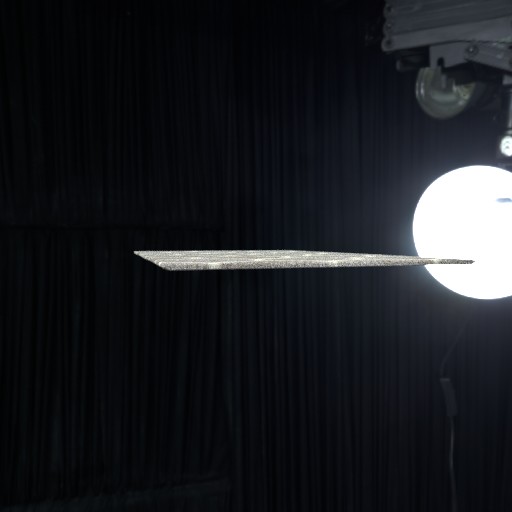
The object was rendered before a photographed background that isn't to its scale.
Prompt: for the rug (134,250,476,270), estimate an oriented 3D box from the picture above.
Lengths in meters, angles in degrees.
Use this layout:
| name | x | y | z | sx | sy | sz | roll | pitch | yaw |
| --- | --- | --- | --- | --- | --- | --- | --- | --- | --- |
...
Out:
| name | x | y | z | sx | sy | sz | roll | pitch | yaw |
| --- | --- | --- | --- | --- | --- | --- | --- | --- | --- |
| rug | 0.000 | 0.000 | 3.033 | 1.501 | 0.025 | 2.348 | -1 | 2 | -18 |
